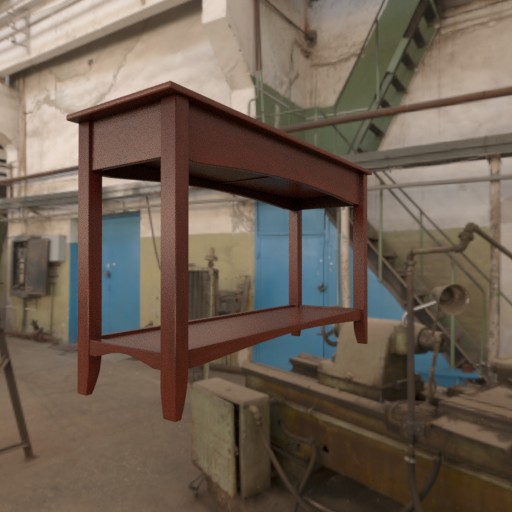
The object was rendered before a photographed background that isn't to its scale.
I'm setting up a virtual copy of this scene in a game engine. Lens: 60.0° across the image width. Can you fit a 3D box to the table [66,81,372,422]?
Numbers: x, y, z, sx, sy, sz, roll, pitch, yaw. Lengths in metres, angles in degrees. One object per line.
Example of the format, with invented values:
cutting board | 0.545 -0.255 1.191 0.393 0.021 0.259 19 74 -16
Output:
table | 0.000 0.000 1.539 0.392 0.739 1.188 0 -1 35
